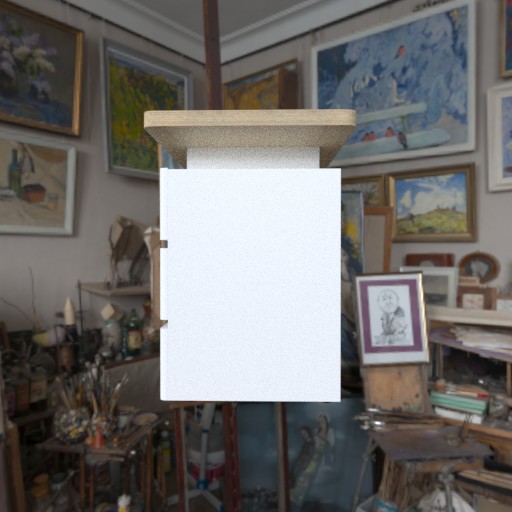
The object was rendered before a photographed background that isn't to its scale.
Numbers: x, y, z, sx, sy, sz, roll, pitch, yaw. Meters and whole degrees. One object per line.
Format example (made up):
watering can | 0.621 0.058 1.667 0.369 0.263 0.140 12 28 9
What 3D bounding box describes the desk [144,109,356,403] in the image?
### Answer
desk | 0.000 0.000 1.876 0.550 0.755 1.500 0 1 1
